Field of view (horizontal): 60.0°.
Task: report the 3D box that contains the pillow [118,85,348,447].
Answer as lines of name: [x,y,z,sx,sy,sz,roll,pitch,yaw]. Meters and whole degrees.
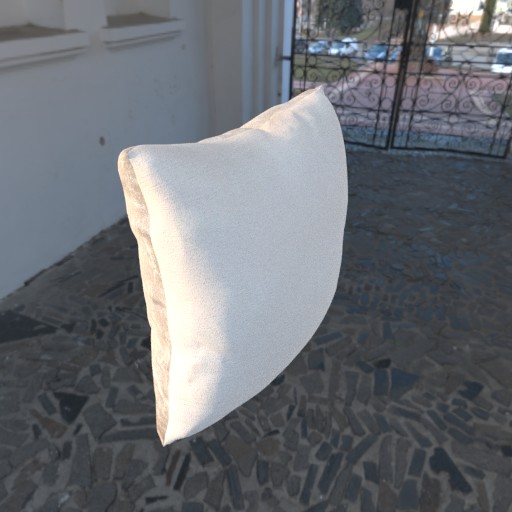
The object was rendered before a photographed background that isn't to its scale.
pillow: [0.000,0.000,0.694,0.245,0.448,0.450,20,36,30]
